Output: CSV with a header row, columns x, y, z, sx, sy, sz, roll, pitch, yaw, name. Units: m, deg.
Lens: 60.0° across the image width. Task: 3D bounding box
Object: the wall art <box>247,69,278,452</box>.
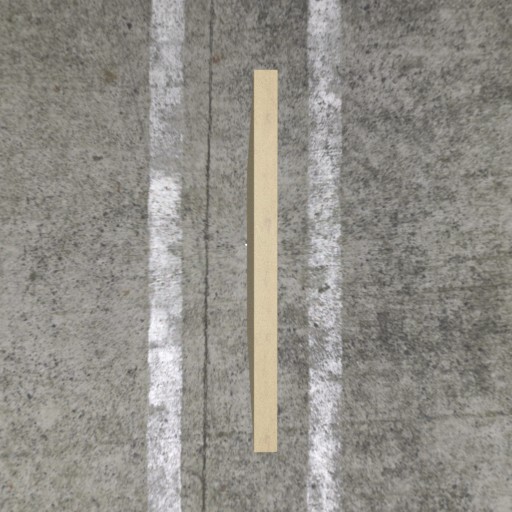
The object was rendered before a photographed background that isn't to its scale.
x,y,z,sx,sy,sz,roll,pitch,yaw,name
0.000,0.000,0.992,0.039,0.810,0.510,0,91,-1,wall art
